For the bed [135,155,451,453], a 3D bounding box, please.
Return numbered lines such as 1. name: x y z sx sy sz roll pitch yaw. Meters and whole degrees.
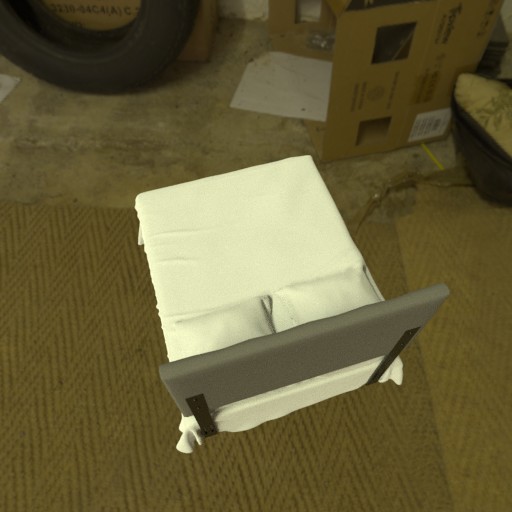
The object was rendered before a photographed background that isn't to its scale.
1. bed: 0.000 0.000 3.483 1.936 1.577 2.222 -15 59 -9
